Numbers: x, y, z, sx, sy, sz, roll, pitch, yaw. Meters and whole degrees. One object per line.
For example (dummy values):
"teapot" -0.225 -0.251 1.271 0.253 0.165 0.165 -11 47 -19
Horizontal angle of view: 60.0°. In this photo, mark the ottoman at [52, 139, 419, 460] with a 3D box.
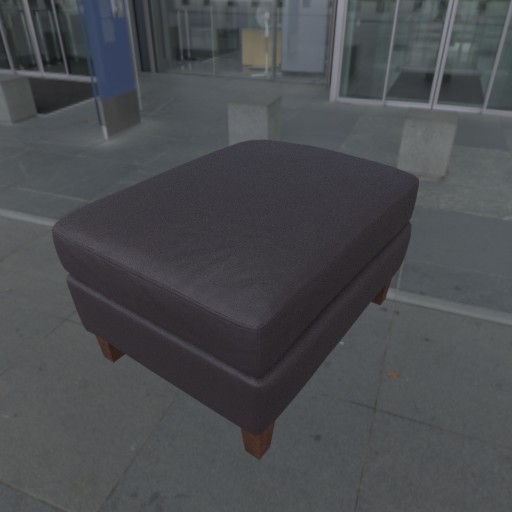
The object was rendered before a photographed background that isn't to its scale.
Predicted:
"ottoman" 0.000 0.000 1.301 0.659 0.529 0.887 21 38 30
